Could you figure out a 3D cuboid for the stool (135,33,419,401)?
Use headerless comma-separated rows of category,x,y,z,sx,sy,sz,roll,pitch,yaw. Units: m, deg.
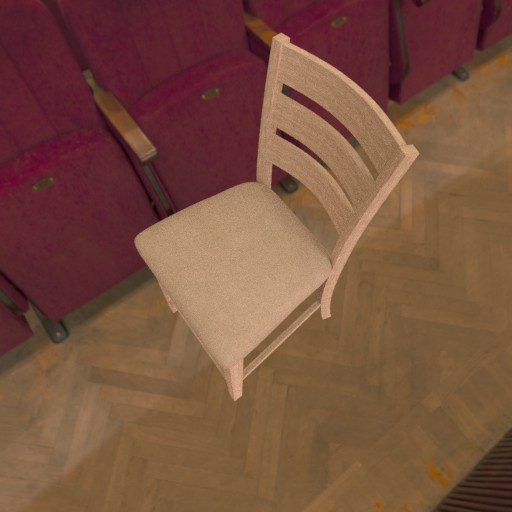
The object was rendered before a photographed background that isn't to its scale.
stool,0.000,0.000,1.346,0.569,1.032,0.484,-34,68,-15
